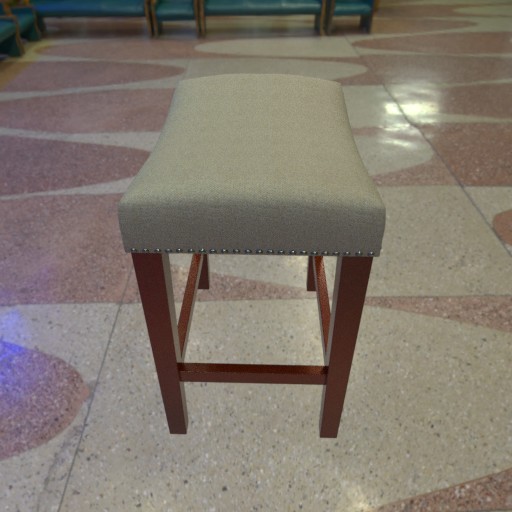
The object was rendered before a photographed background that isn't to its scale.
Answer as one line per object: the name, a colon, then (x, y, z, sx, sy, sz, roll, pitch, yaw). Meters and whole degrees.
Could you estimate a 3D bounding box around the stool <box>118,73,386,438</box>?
stool: (0.000, 0.000, 0.961, 0.375, 0.632, 0.509, 1, 40, 1)
